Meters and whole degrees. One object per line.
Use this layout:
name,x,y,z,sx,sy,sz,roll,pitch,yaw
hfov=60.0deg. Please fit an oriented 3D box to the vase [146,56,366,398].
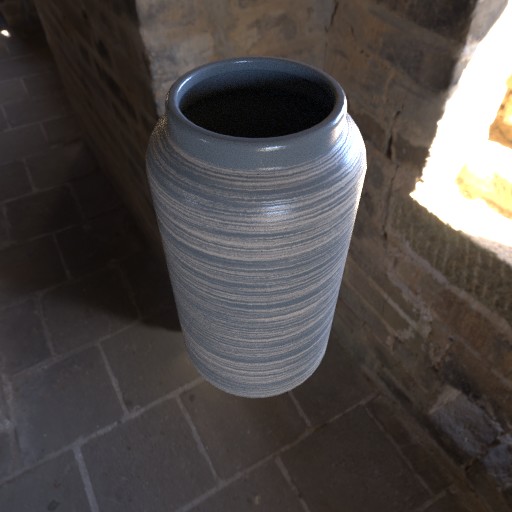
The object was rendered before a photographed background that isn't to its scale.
vase,0.000,0.000,0.296,0.116,0.230,0.116,0,47,0
